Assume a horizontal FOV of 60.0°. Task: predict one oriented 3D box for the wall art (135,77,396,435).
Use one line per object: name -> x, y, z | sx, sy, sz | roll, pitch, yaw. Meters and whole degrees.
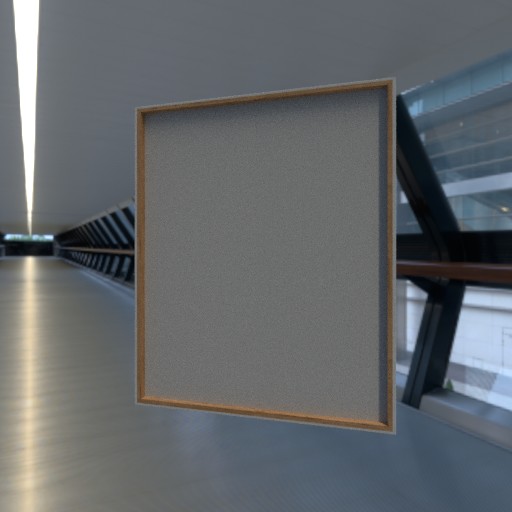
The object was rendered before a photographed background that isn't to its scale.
wall art -> 0.000, 0.000, 0.843 | 0.508, 0.606, 0.037 | 0, 0, 17
